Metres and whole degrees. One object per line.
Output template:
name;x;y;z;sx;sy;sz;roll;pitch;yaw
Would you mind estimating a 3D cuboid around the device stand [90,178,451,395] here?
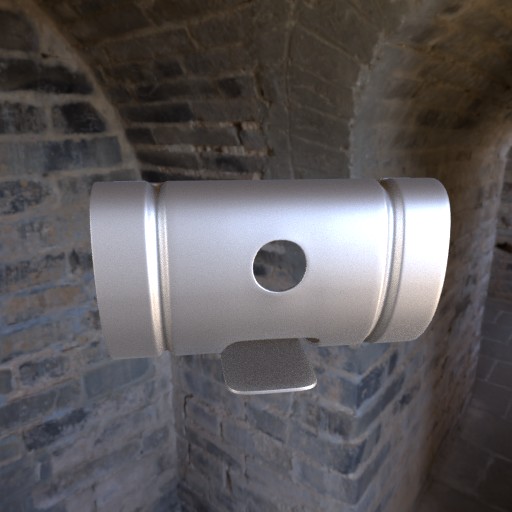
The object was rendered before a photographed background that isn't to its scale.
device stand;0.000;0.000;0.409;0.256;0.155;0.236;-2;15;-7
